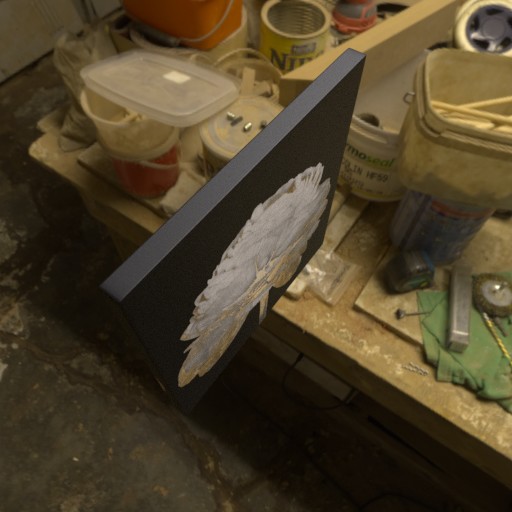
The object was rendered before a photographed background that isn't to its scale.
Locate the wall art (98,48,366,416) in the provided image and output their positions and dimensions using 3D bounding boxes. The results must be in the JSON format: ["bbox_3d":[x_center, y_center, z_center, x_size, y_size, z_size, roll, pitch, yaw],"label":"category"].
[{"bbox_3d":[0.000,0.000,0.923,0.043,0.611,0.610,32,63,18],"label":"wall art"}]
